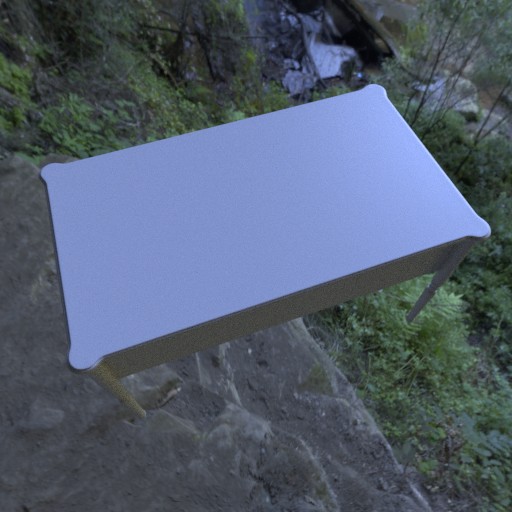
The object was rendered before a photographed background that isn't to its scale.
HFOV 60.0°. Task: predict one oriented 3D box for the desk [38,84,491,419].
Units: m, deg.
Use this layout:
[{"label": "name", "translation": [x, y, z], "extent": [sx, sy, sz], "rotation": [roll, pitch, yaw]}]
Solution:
[{"label": "desk", "translation": [0.000, 0.000, 1.831], "extent": [1.380, 0.762, 0.807], "rotation": [-17, 60, -10]}]
